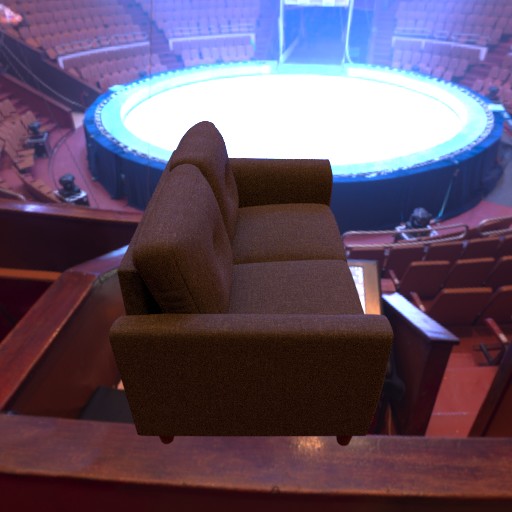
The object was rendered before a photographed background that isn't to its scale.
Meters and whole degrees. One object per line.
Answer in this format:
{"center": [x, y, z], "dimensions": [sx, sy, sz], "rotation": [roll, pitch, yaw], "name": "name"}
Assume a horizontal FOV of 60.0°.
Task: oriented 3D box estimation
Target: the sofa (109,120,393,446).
{"center": [0.000, 0.000, 1.962], "dimensions": [0.851, 0.885, 1.423], "rotation": [0, 33, 0], "name": "sofa"}
